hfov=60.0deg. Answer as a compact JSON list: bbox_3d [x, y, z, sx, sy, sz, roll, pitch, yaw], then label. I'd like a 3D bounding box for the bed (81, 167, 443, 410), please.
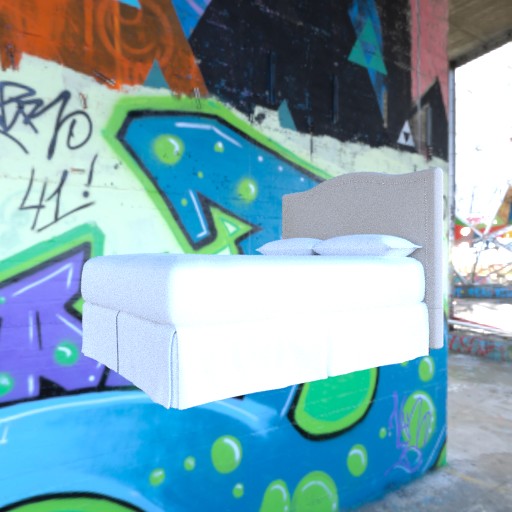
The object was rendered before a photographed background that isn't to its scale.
[{"bbox_3d":[0.000,0.000,3.173,2.052,1.398,1.678,0,0,-36],"label":"bed"}]
